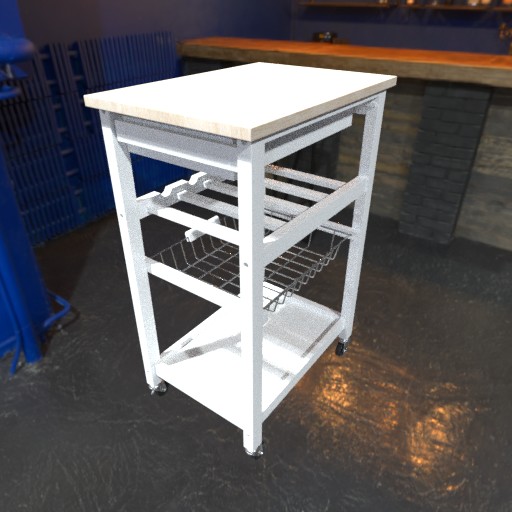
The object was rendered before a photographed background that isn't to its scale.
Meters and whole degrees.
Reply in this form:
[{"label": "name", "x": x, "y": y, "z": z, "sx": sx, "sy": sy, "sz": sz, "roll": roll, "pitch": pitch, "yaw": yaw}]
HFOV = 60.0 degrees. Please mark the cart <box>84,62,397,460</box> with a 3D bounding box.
[{"label": "cart", "x": 0.000, "y": 0.000, "z": 1.173, "sx": 0.406, "sy": 0.857, "sz": 0.578, "roll": 21, "pitch": 37, "yaw": 31}]
